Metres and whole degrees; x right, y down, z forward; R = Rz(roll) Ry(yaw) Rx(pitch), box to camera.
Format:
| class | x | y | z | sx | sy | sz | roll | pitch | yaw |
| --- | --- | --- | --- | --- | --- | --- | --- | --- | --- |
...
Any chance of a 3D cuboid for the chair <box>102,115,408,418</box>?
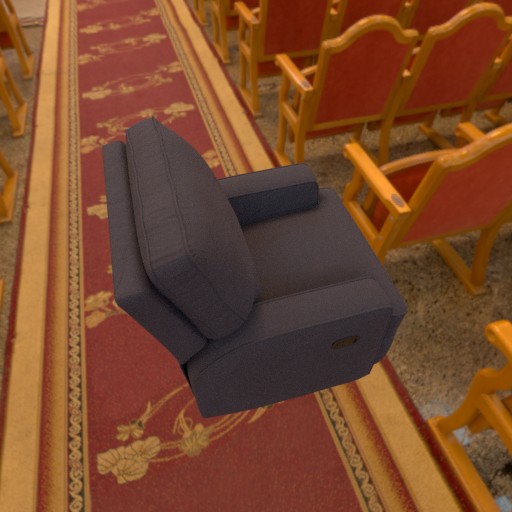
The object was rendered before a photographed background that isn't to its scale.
| class | x | y | z | sx | sy | sz | roll | pitch | yaw |
| --- | --- | --- | --- | --- | --- | --- | --- | --- | --- |
| chair | 0.000 | 0.000 | 1.730 | 0.964 | 0.962 | 0.861 | -12 | 49 | -11 |
